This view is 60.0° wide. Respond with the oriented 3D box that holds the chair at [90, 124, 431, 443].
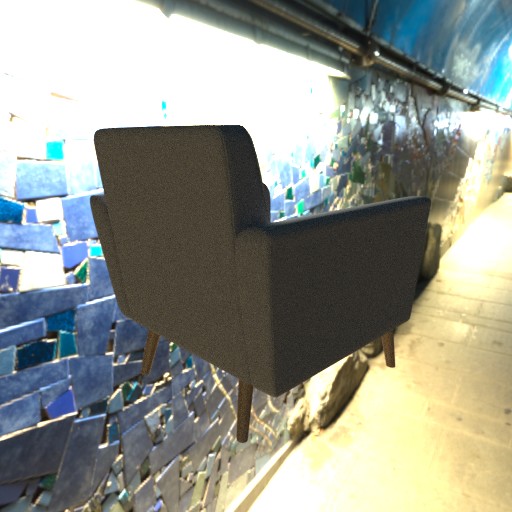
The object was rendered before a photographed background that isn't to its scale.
[{"bbox_3d":[0.000,0.000,1.397,0.750,0.780,0.780,-14,21,-43],"label":"chair"}]
